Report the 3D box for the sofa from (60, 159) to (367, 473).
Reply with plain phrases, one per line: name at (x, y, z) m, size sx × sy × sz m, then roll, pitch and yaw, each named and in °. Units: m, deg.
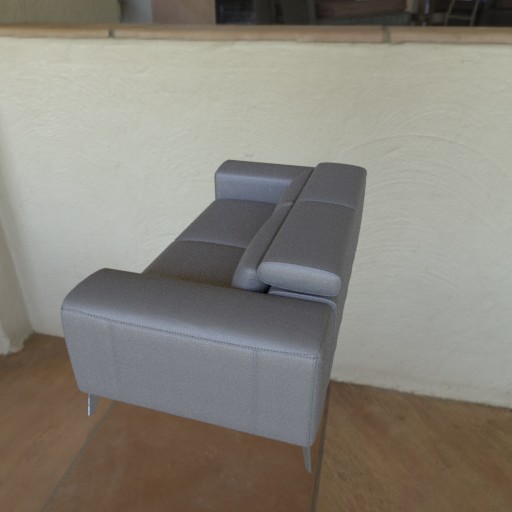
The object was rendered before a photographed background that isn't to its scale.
sofa at (0.000, 0.000, 2.427) m, size 1.024 × 0.753 × 1.930 m, roll 8°, pitch 30°, yaw 14°
